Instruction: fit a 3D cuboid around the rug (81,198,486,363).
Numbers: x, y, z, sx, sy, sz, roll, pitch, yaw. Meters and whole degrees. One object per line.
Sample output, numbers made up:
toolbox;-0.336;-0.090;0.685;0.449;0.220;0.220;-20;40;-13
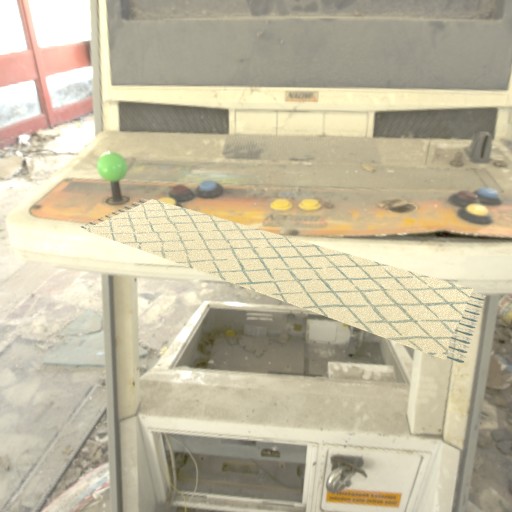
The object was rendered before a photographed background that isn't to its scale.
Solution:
rug;0.000;0.000;2.563;2.372;0.008;0.620;17;34;28
